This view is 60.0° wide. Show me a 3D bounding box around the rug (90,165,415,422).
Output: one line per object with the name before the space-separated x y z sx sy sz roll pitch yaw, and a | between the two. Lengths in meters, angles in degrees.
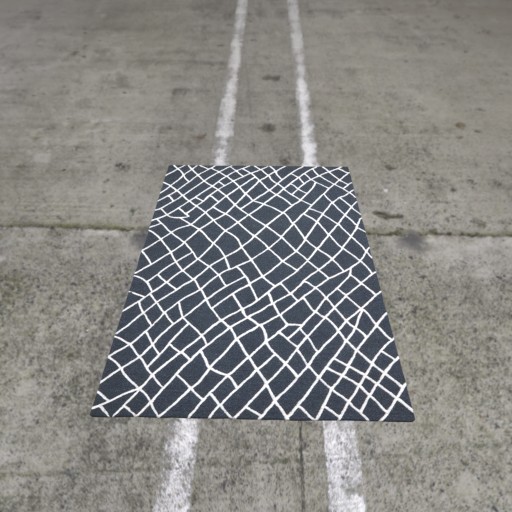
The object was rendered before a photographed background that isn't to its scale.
rug | 0.000 0.000 2.334 1.223 0.013 1.830 1 42 1
